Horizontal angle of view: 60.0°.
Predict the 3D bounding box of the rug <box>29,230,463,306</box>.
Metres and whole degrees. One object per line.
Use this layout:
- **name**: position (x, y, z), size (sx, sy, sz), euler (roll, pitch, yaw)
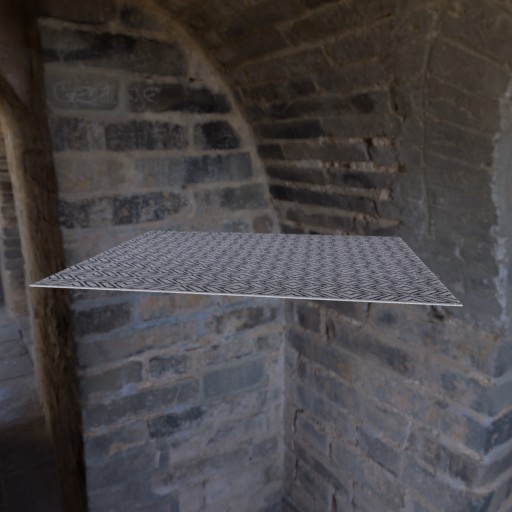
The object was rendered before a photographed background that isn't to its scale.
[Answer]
- **rug**: position (0.000, 0.000, 4.232), size (3.045, 0.008, 2.421), euler (2, 13, 8)
